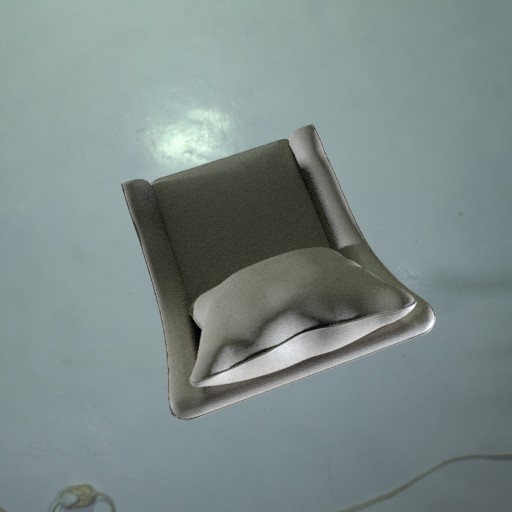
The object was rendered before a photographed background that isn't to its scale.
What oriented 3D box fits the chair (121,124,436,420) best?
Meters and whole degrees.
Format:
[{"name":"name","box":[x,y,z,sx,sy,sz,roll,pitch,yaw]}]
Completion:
[{"name":"chair","box":[0.000,0.000,1.593,0.760,0.942,0.876,-19,76,-5]}]
